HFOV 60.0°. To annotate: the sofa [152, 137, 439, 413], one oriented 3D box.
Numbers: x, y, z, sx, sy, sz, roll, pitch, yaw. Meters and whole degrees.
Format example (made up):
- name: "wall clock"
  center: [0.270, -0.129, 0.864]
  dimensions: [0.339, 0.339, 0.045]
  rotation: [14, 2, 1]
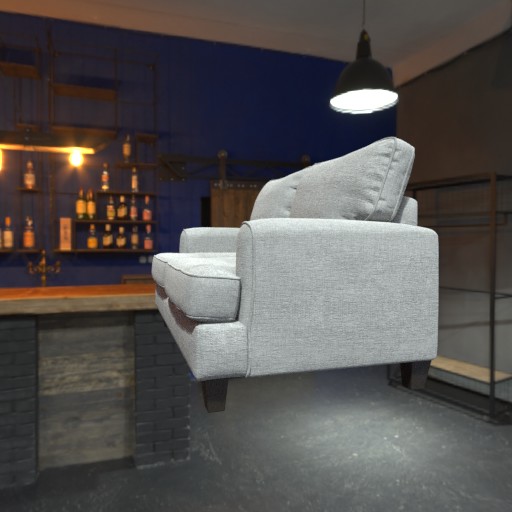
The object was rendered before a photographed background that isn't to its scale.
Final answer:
- name: "sofa"
  center: [0.000, 0.000, 2.281]
  dimensions: [0.965, 0.965, 1.651]
  rotation: [-1, 2, -17]
